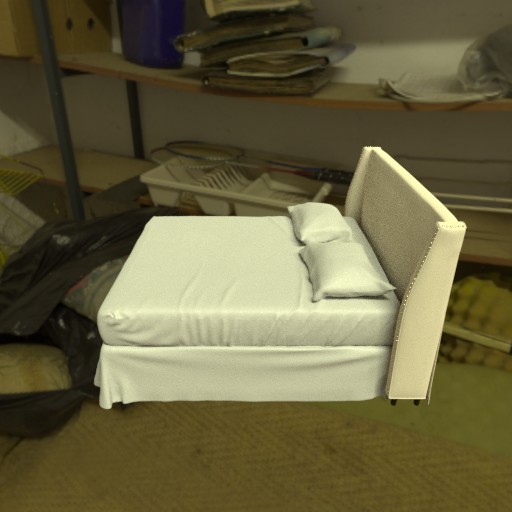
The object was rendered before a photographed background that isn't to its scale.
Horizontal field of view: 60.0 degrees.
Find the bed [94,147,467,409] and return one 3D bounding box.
[{"bbox_3d":[0.000,0.000,3.490,2.276,1.332,1.925,0,27,0],"label":"bed"}]
